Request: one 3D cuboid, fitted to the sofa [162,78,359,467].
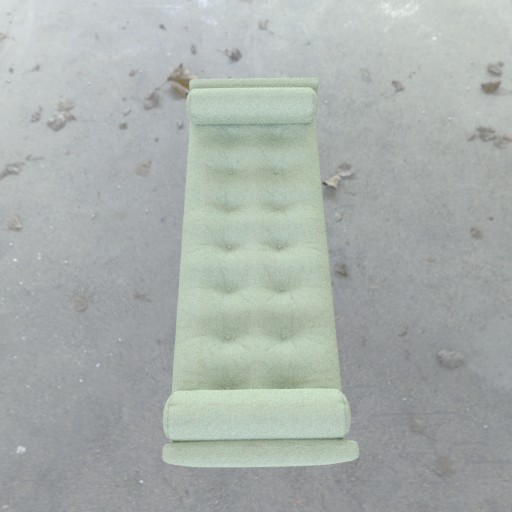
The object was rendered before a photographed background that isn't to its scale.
[{"bbox_3d":[0.000,0.000,2.446,0.796,0.705,2.102,-1,63,0],"label":"sofa"}]
